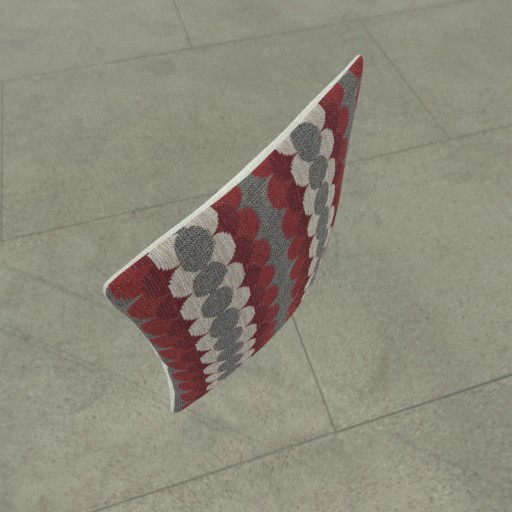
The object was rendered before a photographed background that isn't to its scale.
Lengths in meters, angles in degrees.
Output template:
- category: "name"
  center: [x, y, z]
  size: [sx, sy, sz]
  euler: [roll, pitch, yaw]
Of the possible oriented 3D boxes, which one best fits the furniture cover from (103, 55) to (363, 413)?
- category: "furniture cover"
  center: [0.000, 0.000, 0.637]
  size: [0.145, 0.420, 0.435]
  euler: [33, 64, 19]
